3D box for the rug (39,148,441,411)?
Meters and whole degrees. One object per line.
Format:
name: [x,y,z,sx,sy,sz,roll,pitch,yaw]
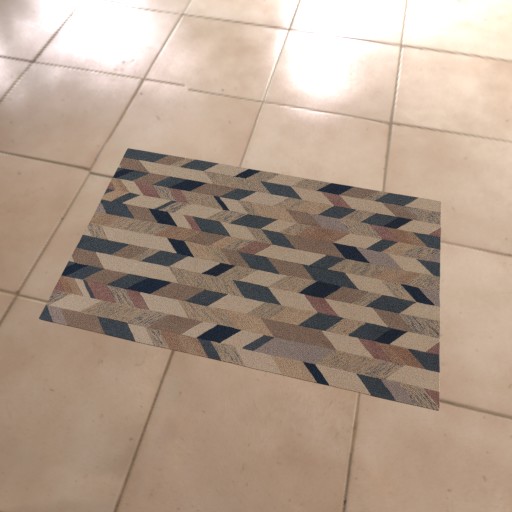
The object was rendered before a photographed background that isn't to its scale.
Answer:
rug: [0.000,0.000,2.977,2.423,0.008,1.513,11,59,7]
